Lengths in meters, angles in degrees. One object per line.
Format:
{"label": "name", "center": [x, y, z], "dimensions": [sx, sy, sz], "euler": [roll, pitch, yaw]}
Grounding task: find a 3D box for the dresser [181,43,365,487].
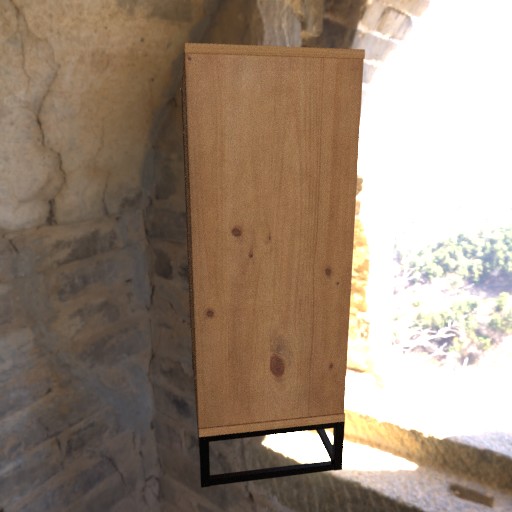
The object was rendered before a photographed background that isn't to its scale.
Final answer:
{"label": "dresser", "center": [0.000, 0.000, 1.591], "dimensions": [0.479, 1.240, 0.761], "euler": [-2, 14, -10]}
